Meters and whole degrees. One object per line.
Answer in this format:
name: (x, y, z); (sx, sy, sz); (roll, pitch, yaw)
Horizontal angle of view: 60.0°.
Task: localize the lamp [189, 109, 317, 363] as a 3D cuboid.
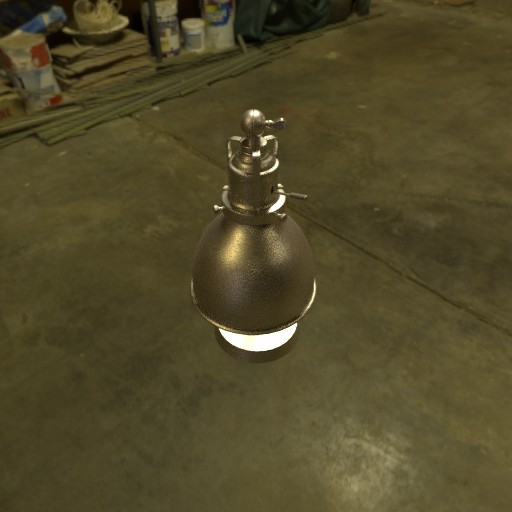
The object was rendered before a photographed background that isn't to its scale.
lamp: (0.000, 0.000, 0.584); (0.153, 0.456, 0.286); (1, 42, 1)
